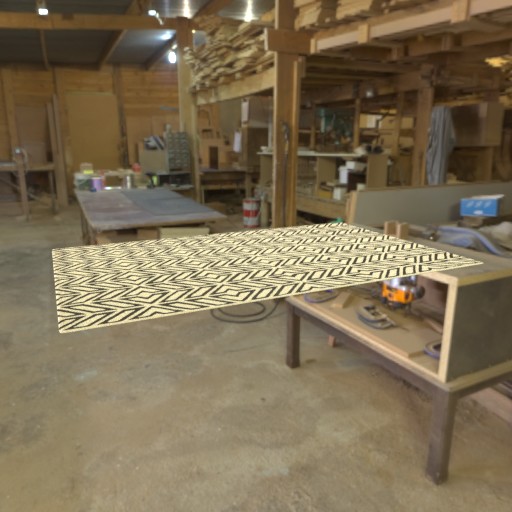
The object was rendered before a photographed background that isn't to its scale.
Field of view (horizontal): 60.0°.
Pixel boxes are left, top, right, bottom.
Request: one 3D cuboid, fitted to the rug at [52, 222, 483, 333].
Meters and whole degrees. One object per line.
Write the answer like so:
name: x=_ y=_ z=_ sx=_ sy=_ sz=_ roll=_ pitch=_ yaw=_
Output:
rug: x=0.000 y=0.000 z=2.931 sx=2.438 sy=0.008 sz=1.523 roll=-7 pitch=16 yaw=-24
